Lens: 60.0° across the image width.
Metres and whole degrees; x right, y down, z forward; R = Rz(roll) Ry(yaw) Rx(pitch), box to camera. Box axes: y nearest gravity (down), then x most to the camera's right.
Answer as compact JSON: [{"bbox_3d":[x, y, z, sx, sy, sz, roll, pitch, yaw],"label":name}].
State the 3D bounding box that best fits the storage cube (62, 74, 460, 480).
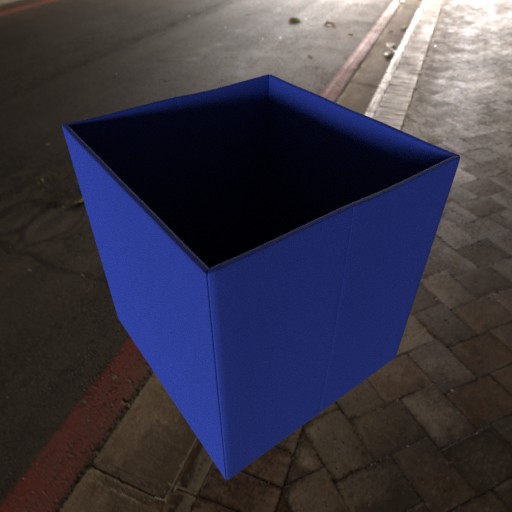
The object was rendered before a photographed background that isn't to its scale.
[{"bbox_3d":[0.000,0.000,0.490,0.270,0.280,0.270,-25,46,-27],"label":"storage cube"}]
